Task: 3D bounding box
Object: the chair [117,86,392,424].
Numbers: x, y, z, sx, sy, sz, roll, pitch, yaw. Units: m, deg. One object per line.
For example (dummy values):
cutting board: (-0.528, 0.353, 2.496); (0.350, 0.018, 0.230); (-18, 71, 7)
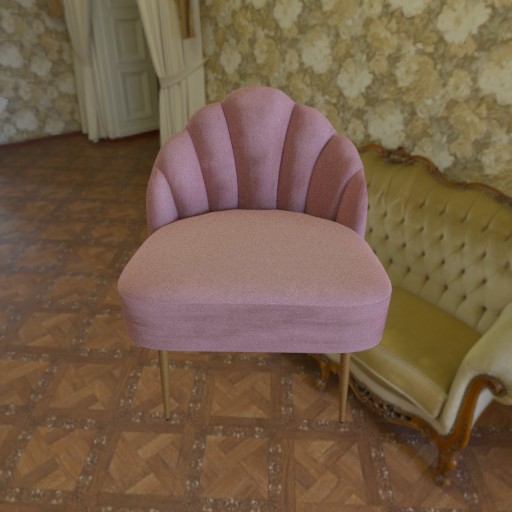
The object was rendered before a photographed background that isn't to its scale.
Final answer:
chair: (0.000, 0.000, 1.263); (0.657, 0.819, 0.599); (1, 31, 1)
